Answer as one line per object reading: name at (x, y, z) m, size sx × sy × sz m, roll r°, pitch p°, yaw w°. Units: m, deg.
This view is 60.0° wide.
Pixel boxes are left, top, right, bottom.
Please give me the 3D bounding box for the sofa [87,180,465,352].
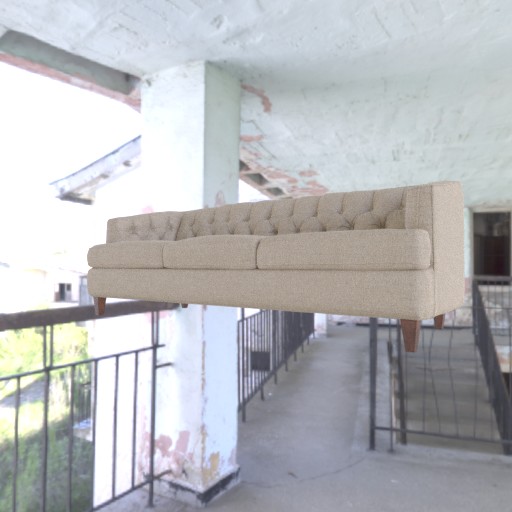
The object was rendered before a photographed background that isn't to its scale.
sofa at (0.000, 0.000, 2.675) m, size 2.235 × 0.788 × 0.913 m, roll -1°, pitch -2°, yaw 37°
